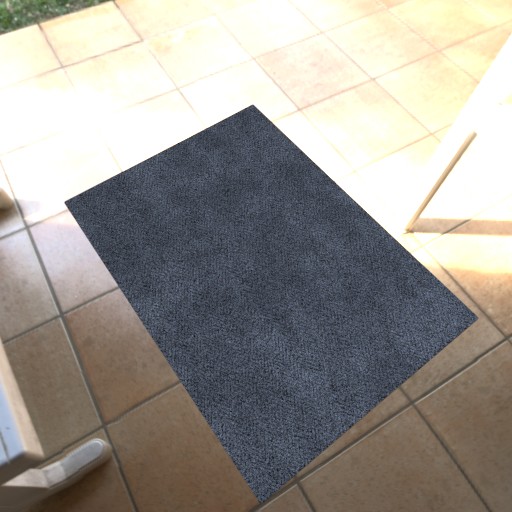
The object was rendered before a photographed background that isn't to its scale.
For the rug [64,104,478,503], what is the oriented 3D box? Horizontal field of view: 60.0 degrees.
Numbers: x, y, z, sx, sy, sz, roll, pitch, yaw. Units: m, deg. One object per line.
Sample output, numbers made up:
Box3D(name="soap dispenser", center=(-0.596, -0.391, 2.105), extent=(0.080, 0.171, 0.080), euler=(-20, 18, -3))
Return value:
Box3D(name="rug", center=(0.000, 0.000, 2.808), extent=(1.600, 0.008, 2.235), euler=(-33, 65, -17))
